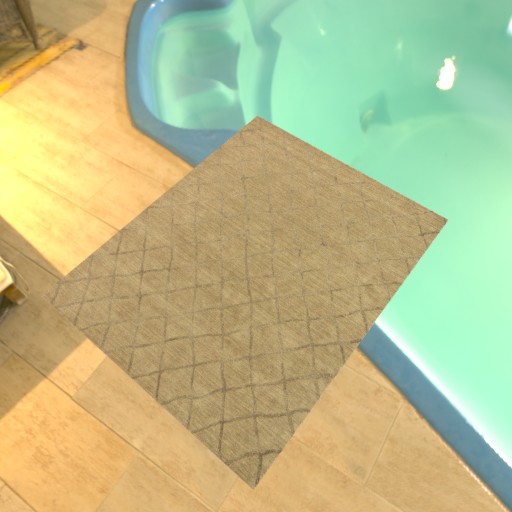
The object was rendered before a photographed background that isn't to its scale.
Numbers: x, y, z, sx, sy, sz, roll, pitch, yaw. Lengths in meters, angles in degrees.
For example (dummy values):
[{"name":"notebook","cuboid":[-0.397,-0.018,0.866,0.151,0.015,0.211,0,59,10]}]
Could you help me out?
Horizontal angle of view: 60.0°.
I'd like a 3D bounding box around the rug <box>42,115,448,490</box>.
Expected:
[{"name":"rug","cuboid":[0.000,0.000,4.145,2.420,0.019,3.038,34,64,20]}]
